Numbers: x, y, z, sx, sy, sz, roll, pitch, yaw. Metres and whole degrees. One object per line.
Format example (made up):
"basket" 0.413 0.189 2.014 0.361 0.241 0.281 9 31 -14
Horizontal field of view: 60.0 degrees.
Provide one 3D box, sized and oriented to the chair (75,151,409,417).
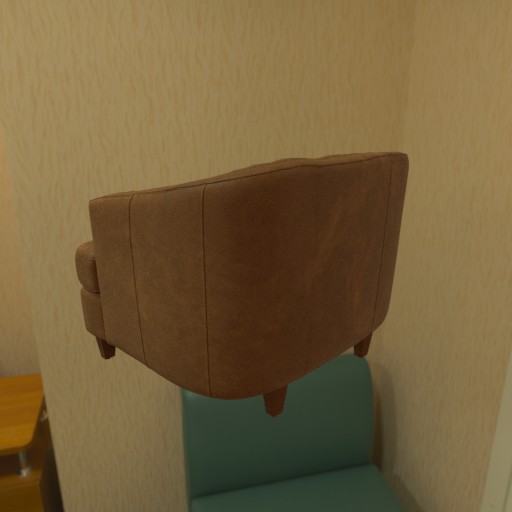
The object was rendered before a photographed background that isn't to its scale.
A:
"chair" 0.000 0.000 1.777 0.911 0.836 1.119 17 24 42
